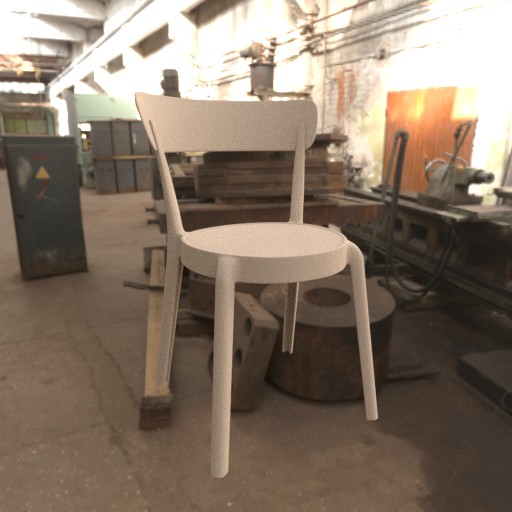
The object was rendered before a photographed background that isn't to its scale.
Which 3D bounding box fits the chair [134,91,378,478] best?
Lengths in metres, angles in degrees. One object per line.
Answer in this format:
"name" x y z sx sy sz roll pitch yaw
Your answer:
"chair" 0.000 0.000 1.122 0.506 0.790 0.491 -8 17 -27
